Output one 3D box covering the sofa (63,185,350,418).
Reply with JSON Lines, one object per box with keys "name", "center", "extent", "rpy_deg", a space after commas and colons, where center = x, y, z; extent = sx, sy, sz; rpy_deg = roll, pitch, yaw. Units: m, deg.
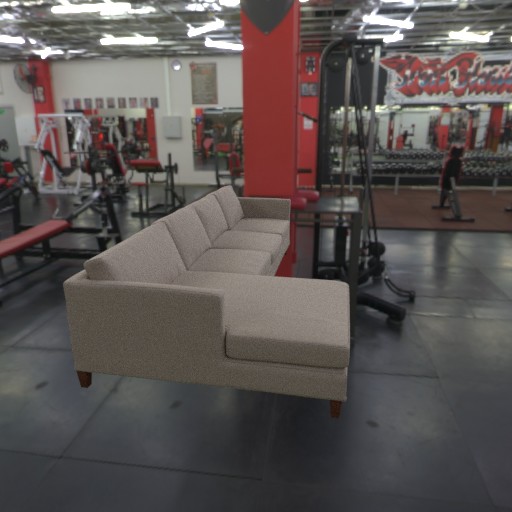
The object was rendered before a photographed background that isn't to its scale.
{"name": "sofa", "center": [0.000, 0.000, 3.905], "extent": [1.625, 0.846, 3.186], "rpy_deg": [3, 17, 11]}
